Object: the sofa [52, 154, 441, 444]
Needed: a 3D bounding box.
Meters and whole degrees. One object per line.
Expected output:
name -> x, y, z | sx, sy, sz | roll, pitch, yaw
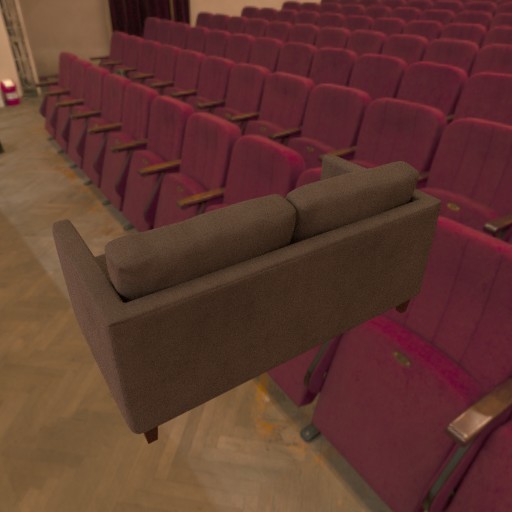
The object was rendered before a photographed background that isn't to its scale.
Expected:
sofa -> 0.000, 0.000, 2.464 | 1.884, 0.963, 0.950 | -19, 37, -28
